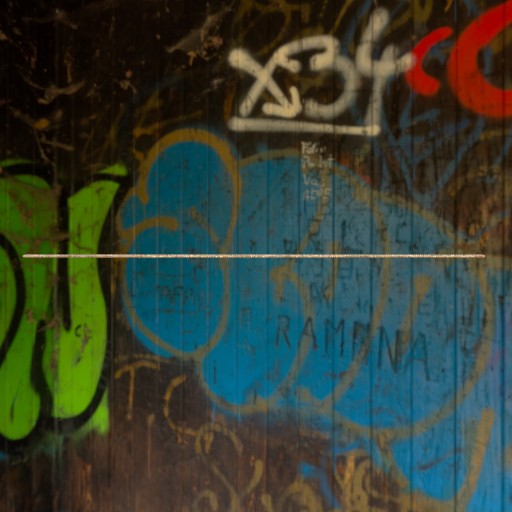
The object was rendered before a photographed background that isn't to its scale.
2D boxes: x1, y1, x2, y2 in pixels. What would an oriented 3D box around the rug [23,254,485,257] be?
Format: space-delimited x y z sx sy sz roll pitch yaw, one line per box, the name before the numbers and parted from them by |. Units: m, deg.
rug | 0.000 0.000 2.705 2.413 0.016 0.810 0 0 -2
